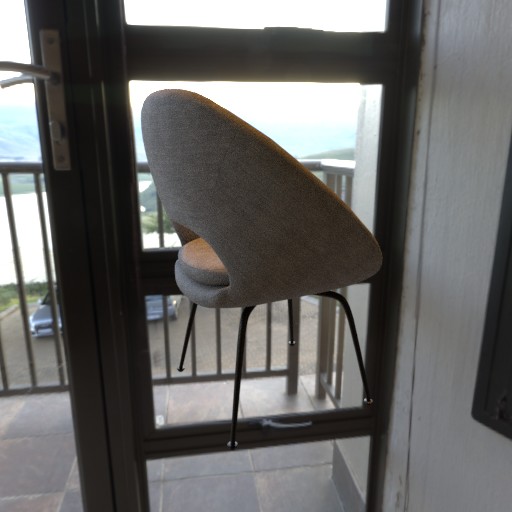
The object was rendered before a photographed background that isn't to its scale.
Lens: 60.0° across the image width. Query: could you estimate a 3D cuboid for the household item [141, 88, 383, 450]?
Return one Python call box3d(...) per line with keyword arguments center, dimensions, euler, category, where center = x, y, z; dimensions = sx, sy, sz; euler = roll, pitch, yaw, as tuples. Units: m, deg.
box3d(center=(0.000, 0.000, 1.275), dimensions=(0.587, 0.869, 0.643), euler=(-7, 16, -26), category="household item")
